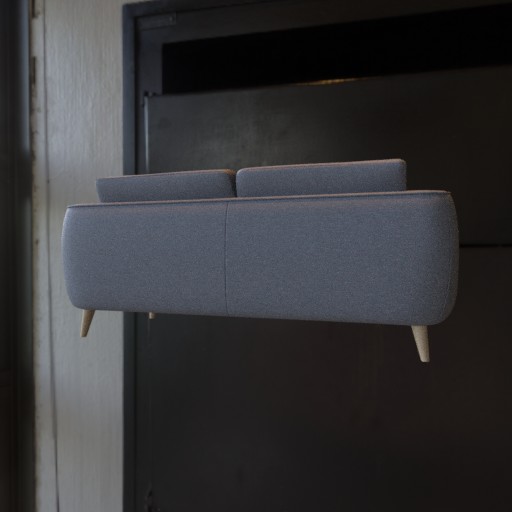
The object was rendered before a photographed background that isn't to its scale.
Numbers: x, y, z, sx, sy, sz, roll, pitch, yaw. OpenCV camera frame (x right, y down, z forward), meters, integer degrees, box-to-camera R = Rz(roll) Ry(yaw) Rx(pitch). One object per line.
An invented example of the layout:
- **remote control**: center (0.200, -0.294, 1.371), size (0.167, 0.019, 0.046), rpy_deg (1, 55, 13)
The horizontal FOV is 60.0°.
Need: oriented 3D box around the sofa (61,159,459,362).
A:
- **sofa**: center (0.000, 0.000, 2.504), size (2.000, 0.870, 0.920), rpy_deg (0, 1, 18)
